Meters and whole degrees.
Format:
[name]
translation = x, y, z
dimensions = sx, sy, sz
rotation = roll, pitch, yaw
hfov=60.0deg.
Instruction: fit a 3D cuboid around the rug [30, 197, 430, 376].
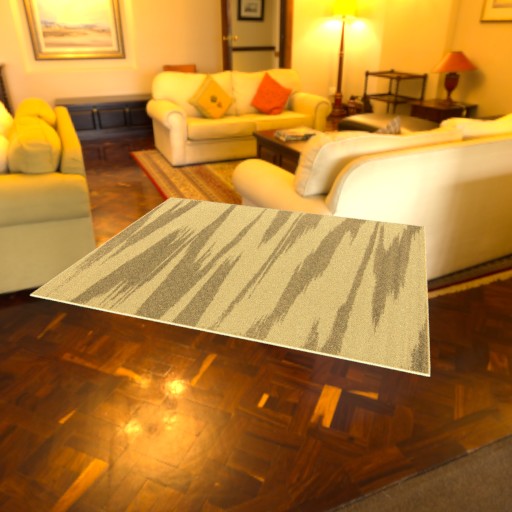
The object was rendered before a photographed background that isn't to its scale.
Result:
[rug]
translation = 0.000, 0.000, 4.033
dimensions = 2.945, 0.014, 2.353
rotation = 8, 28, 16
